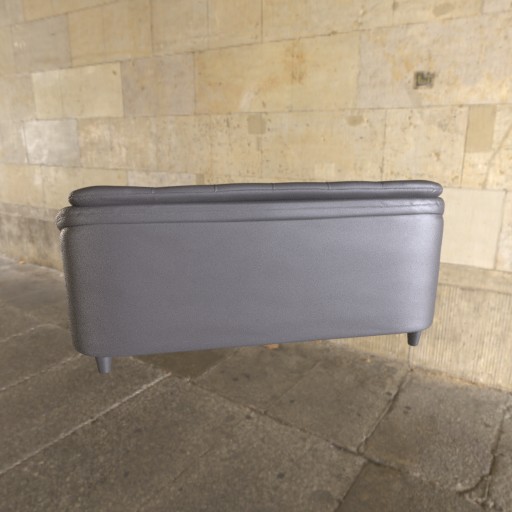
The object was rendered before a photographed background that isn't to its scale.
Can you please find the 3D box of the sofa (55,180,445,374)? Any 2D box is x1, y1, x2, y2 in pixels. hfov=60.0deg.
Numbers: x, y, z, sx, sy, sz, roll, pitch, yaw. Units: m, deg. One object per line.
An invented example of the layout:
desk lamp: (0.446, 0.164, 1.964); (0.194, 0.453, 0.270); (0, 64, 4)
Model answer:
sofa: (0.000, 0.000, 2.265); (1.829, 0.811, 0.800); (-3, 15, -10)
